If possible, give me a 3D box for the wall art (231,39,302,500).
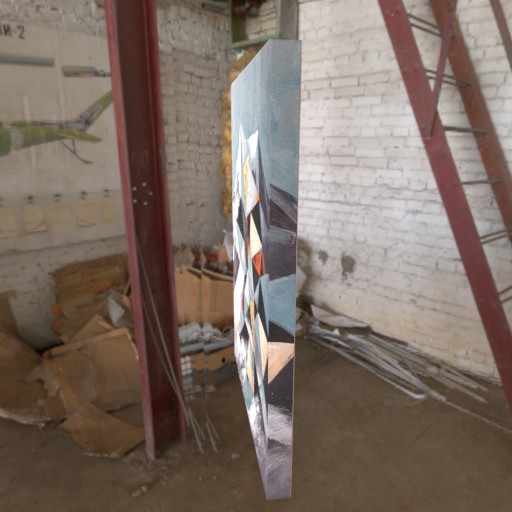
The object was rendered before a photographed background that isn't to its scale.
[{"bbox_3d":[0.000,0.000,0.780,0.037,0.613,0.455,-2,15,-8],"label":"wall art"}]
